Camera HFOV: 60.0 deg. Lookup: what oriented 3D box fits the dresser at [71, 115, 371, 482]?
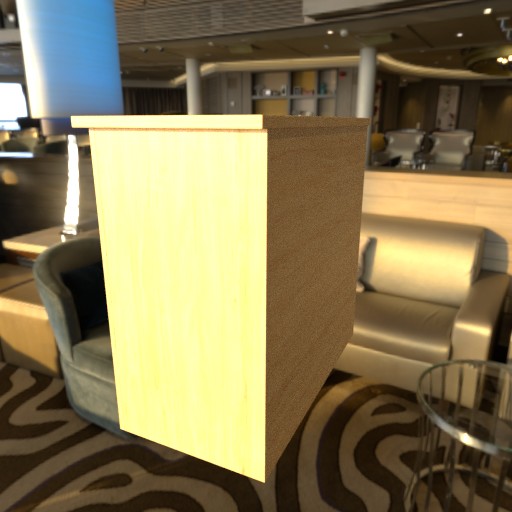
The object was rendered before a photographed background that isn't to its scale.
[{"bbox_3d":[0.000,0.000,1.222,0.410,0.730,0.800,8,19,25],"label":"dresser"}]
